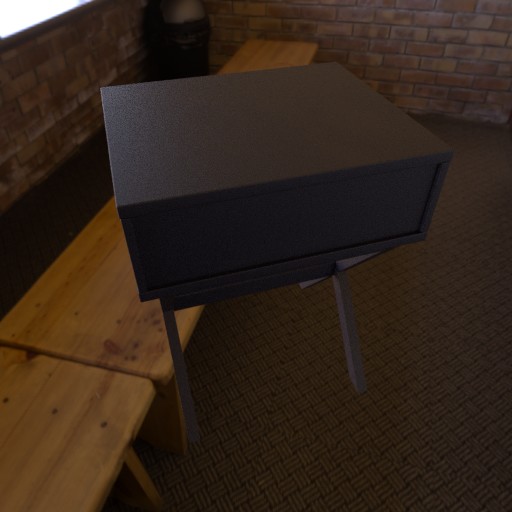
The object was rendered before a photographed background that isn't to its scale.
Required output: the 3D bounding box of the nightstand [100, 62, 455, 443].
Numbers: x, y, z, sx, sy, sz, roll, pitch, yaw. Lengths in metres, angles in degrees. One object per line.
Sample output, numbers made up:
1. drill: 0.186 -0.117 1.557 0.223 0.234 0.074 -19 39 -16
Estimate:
1. nightstand: 0.000 0.000 0.938 0.479 0.623 0.402 -12 43 -13
